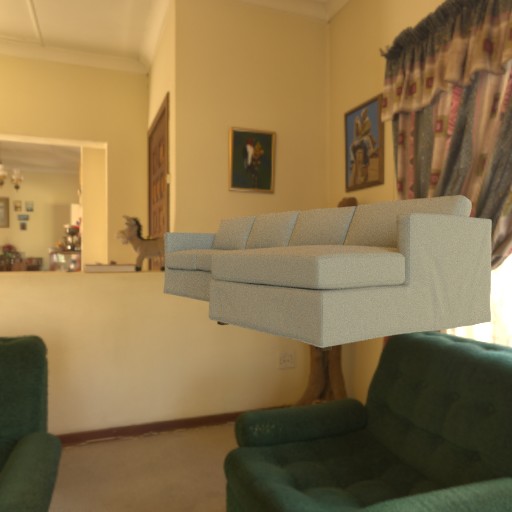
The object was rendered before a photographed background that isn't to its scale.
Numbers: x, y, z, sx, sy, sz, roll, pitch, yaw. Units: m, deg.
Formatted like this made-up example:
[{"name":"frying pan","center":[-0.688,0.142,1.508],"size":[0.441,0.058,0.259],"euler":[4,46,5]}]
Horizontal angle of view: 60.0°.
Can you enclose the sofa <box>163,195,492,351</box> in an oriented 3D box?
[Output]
[{"name":"sofa","center":[0.000,0.000,3.762],"size":[1.622,0.867,3.177],"euler":[0,1,-36]}]
